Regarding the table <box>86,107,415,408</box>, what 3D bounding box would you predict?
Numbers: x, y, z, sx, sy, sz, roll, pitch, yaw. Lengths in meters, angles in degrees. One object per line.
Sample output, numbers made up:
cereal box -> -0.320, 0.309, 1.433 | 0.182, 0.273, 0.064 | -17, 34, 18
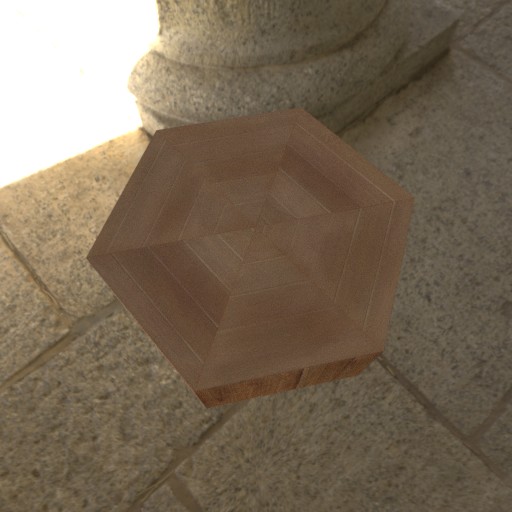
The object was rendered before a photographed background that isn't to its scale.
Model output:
table -> 0.000, 0.000, 1.727 | 1.000, 0.456, 1.154 | 16, 65, 8
